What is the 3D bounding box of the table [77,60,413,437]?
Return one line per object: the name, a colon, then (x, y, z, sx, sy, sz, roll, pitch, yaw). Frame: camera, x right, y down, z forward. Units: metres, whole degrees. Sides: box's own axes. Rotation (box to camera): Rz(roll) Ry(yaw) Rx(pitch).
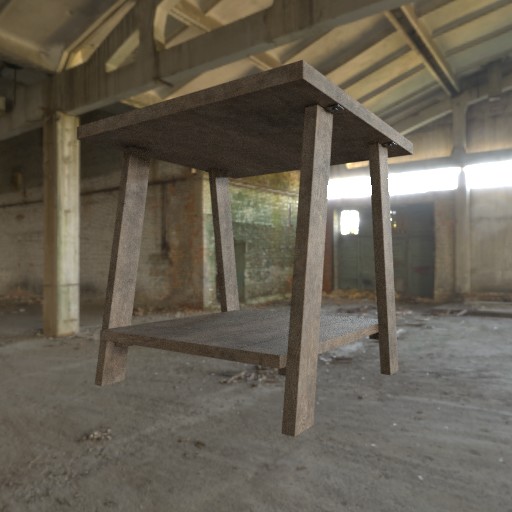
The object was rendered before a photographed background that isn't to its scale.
table: (0.000, 0.000, 1.119, 0.610, 0.610, 0.610, -1, -1, 35)
